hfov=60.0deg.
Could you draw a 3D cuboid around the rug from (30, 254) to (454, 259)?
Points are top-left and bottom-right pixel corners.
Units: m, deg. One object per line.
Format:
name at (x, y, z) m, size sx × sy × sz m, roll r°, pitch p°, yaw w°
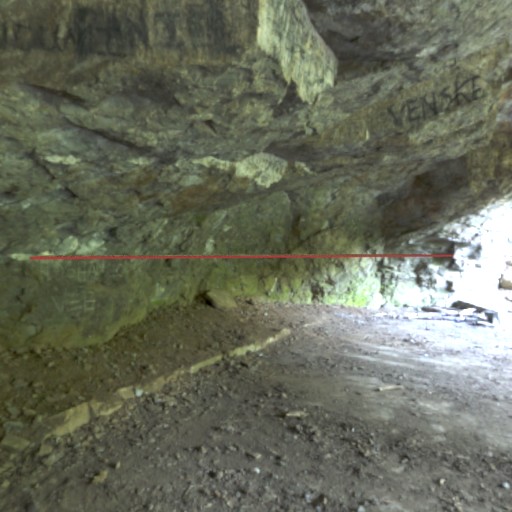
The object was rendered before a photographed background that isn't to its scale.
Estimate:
rug at (0.000, 0.000, 2.597) m, size 2.292 × 0.015 × 0.659 m, roll 0°, pitch 1°, yaw -19°
